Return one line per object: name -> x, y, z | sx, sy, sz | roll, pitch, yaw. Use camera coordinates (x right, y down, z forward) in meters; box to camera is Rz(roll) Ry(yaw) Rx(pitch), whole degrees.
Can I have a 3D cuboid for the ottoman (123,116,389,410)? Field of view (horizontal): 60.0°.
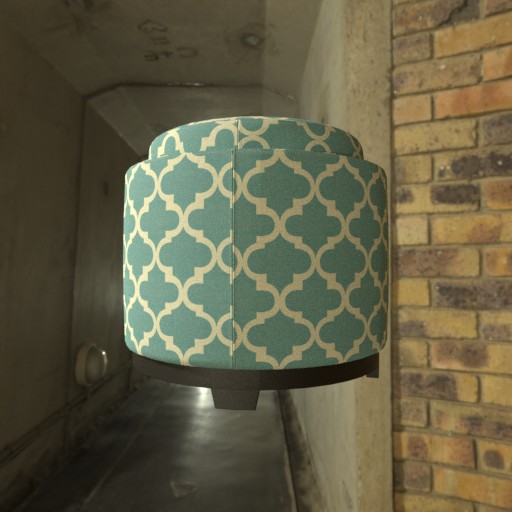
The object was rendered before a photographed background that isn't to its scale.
ottoman -> 0.000, 0.000, 0.835 | 0.480, 0.429, 0.480 | 0, 0, 0
